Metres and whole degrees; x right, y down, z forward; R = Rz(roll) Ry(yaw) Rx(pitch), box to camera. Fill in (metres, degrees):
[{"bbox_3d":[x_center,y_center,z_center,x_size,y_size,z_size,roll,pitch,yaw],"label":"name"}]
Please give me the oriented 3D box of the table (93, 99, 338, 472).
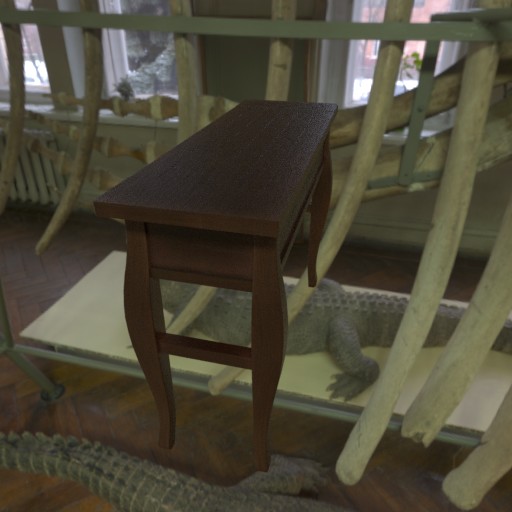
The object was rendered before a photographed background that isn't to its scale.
[{"bbox_3d":[0.000,0.000,1.427,0.373,0.768,1.062,7,30,13],"label":"table"}]
